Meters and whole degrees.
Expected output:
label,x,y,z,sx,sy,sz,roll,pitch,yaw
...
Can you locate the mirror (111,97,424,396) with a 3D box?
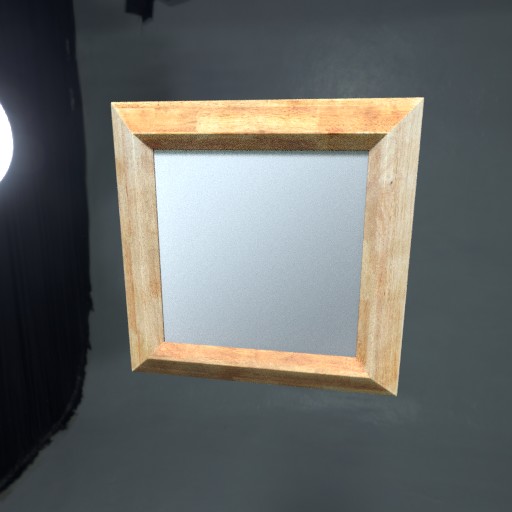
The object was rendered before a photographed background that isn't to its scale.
label,x,y,z,sx,sy,sz,roll,pitch,yaw
mirror,0.000,0.000,0.972,0.651,0.651,0.047,3,15,10
